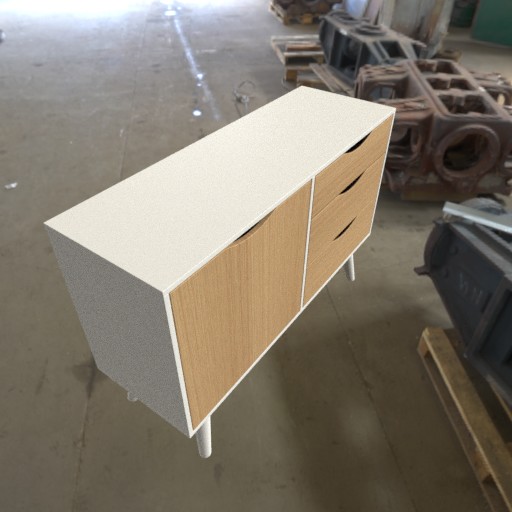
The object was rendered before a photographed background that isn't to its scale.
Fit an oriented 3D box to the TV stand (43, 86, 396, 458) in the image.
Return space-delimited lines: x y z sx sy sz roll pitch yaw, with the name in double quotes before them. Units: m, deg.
"TV stand" 0.000 0.000 1.610 0.406 0.812 1.193 25 46 27
